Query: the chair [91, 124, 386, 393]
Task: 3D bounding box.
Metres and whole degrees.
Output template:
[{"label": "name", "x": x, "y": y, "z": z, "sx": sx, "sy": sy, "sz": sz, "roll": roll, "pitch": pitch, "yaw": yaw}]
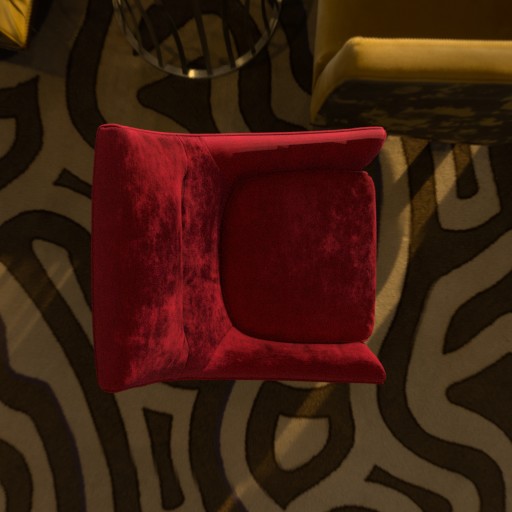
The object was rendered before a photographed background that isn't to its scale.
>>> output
[{"label": "chair", "x": 0.000, "y": 0.000, "z": 1.426, "sx": 0.787, "sy": 0.838, "sz": 0.762, "roll": 0, "pitch": 91, "yaw": -1}]
